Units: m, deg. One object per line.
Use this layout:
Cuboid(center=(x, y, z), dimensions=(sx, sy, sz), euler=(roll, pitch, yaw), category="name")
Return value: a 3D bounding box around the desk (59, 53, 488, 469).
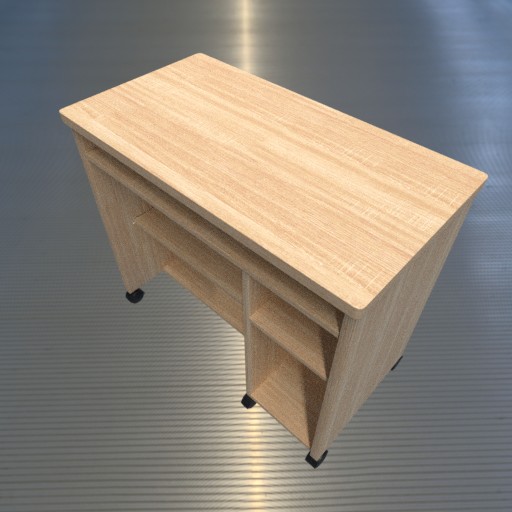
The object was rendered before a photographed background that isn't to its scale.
Cuboid(center=(0.000, 0.000, 1.279), dimensions=(0.884, 0.770, 0.480), euler=(34, 56, 28), category="desk")
